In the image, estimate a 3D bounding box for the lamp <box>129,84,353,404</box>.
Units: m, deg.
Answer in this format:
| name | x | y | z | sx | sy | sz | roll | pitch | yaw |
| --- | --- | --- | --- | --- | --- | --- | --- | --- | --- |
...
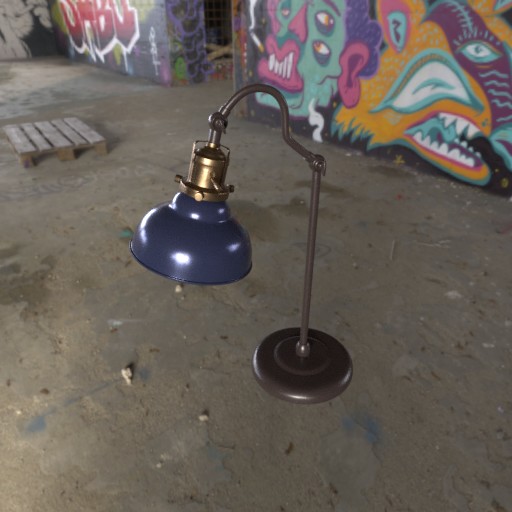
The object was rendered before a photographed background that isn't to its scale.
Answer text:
| name | x | y | z | sx | sy | sz | roll | pitch | yaw |
| --- | --- | --- | --- | --- | --- | --- | --- | --- | --- |
| lamp | 0.000 | 0.000 | 0.695 | 0.374 | 0.508 | 0.192 | -9 | 31 | -15 |
